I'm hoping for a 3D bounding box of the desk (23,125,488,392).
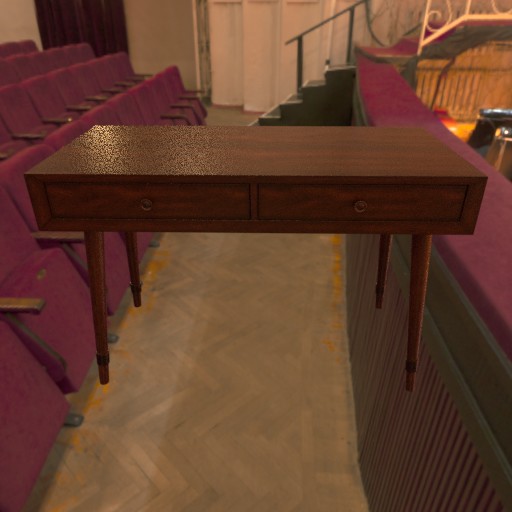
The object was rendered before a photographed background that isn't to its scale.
[{"bbox_3d":[0.000,0.000,2.071,1.577,1.031,0.734,1,29,1],"label":"desk"}]
